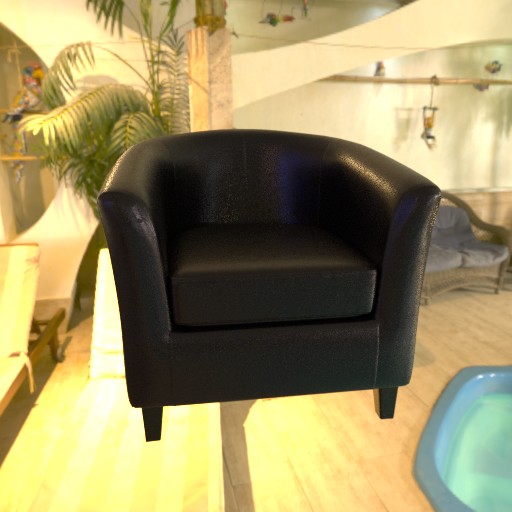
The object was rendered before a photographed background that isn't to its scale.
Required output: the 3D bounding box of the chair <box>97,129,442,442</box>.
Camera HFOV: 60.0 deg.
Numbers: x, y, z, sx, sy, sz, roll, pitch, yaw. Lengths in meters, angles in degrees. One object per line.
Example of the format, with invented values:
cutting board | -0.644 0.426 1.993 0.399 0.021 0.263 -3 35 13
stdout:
chair | 0.000 0.000 1.366 0.793 0.756 0.727 -2 16 -8
